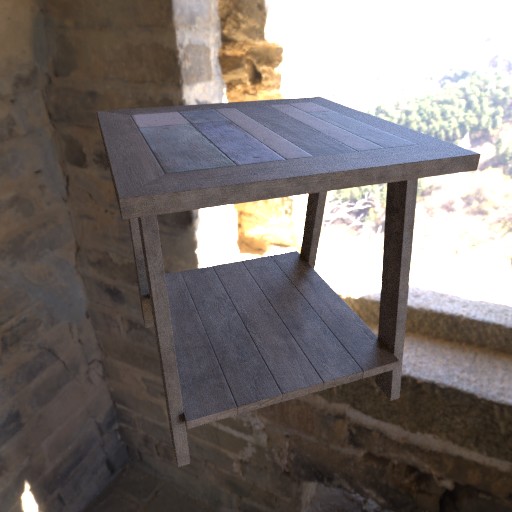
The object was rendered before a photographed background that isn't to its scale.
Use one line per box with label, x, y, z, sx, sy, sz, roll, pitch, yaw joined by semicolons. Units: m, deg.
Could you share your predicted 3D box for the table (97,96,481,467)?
table;0.000;0.000;1.076;0.610;0.610;0.610;-10;31;-17
